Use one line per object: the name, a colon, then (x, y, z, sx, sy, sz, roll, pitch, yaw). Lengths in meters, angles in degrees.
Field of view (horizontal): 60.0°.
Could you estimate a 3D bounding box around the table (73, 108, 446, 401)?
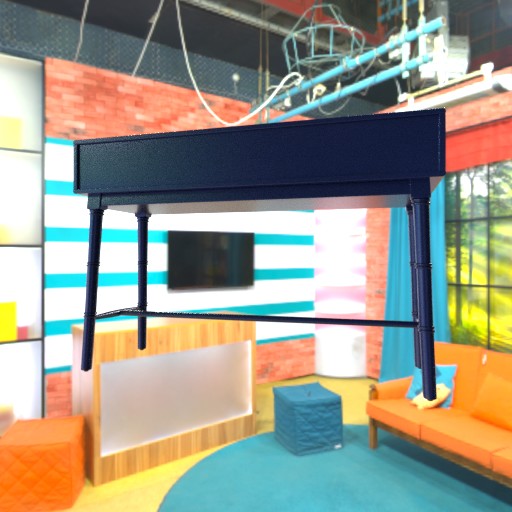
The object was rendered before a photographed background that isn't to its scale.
table: (0.000, 0.000, 1.467, 1.118, 0.749, 0.399, 0, 0, 16)
